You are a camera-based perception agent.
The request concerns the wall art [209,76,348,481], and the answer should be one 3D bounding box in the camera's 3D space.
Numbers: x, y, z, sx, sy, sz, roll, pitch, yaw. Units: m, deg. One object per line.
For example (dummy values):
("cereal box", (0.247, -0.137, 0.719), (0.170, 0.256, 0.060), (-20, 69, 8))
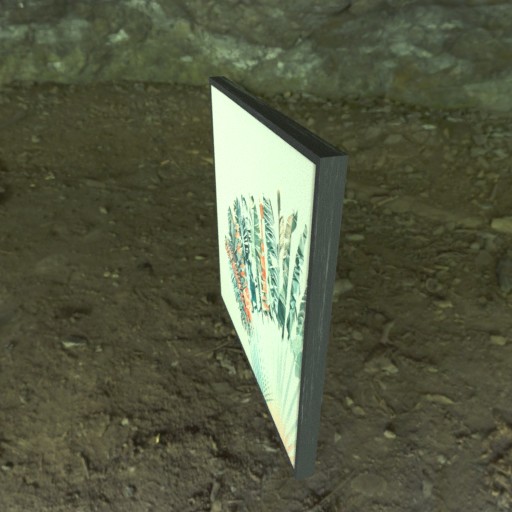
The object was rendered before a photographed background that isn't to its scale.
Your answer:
("wall art", (0.000, 0.000, 1.141), (0.043, 0.758, 0.762), (-9, 32, -15))
